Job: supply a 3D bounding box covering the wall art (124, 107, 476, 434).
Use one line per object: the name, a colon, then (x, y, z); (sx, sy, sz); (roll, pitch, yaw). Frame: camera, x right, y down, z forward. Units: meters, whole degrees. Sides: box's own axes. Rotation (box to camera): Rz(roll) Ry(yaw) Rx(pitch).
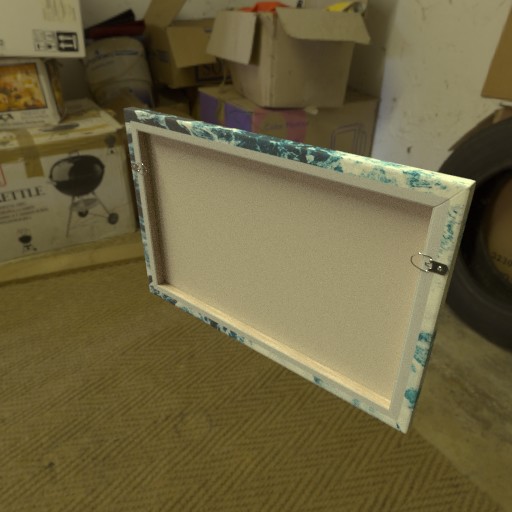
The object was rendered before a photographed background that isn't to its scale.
wall art: (0.000, 0.000, 1.875); (1.524, 1.017, 0.055); (22, 37, 33)
